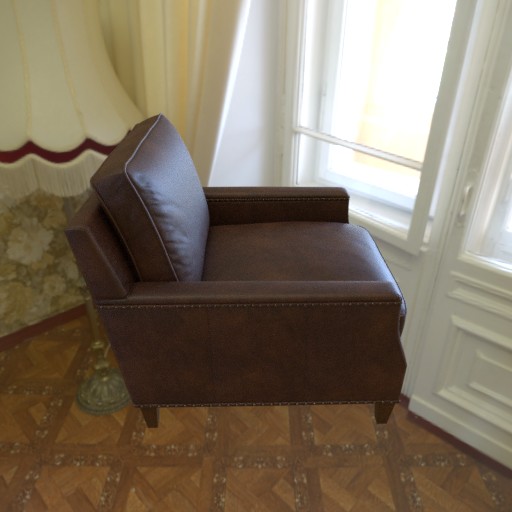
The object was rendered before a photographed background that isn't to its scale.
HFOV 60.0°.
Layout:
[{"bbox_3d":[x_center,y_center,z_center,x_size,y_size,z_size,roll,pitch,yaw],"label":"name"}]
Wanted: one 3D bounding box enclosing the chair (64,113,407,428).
[{"bbox_3d":[0.000,0.000,1.679,1.014,0.929,0.853,-1,31,-1],"label":"chair"}]
